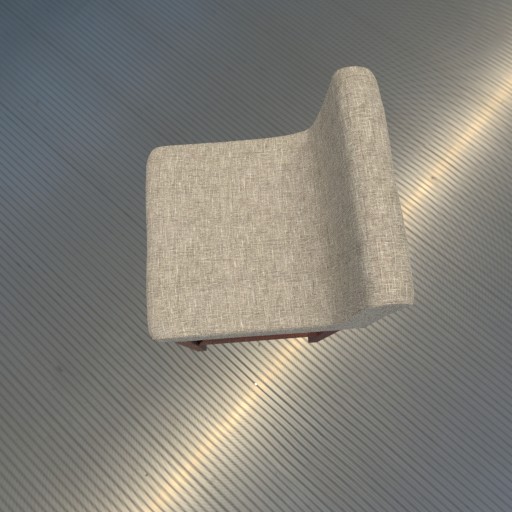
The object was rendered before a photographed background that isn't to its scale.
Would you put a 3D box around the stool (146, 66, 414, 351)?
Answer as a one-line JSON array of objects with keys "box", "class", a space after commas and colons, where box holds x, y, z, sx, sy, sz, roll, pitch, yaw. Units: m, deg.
[{"box": [0.000, 0.000, 1.087, 0.459, 0.835, 0.417, -4, 74, -1], "class": "stool"}]
